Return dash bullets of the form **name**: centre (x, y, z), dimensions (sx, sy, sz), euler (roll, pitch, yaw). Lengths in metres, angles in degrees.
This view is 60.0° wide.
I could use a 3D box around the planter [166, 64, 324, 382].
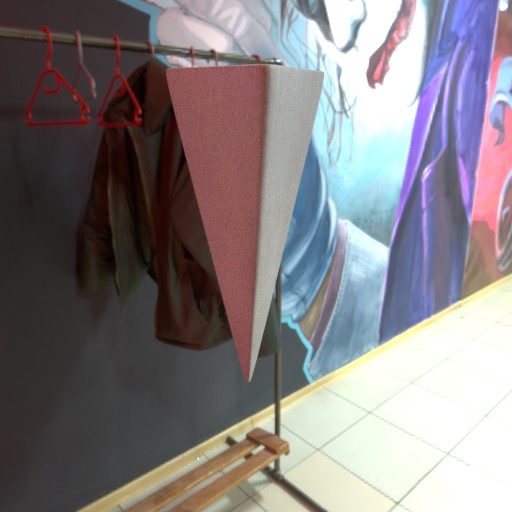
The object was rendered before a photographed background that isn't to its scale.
- **planter**: centre (0.000, 0.000, 0.160), dimensions (0.058, 0.130, 0.047), euler (-2, 16, -9)
